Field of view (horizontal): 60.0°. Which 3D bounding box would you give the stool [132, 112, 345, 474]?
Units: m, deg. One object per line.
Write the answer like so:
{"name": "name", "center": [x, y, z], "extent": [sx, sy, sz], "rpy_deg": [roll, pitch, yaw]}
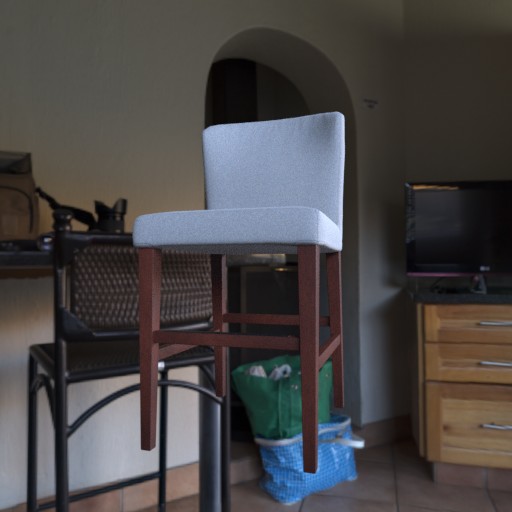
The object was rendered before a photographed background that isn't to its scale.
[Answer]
{"name": "stool", "center": [0.000, 0.000, 1.286], "extent": [0.479, 0.968, 0.568], "rpy_deg": [-1, -2, 18]}
